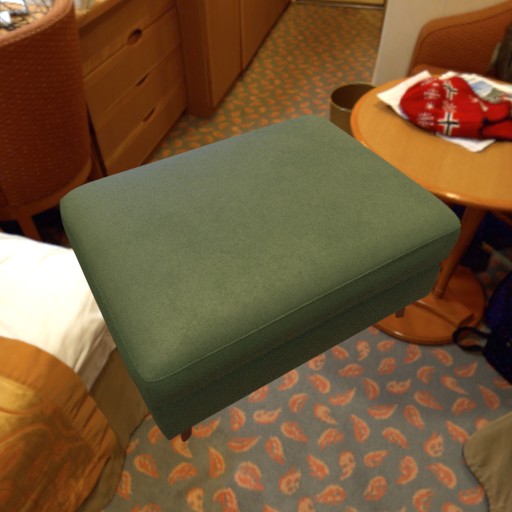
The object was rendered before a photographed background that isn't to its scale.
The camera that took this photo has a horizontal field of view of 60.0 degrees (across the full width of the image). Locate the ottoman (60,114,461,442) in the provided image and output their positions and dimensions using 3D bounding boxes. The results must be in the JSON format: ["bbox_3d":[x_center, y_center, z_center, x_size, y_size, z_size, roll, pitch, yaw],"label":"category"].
[{"bbox_3d":[0.000,0.000,1.158,0.811,0.449,0.608,-23,50,-21],"label":"ottoman"}]
